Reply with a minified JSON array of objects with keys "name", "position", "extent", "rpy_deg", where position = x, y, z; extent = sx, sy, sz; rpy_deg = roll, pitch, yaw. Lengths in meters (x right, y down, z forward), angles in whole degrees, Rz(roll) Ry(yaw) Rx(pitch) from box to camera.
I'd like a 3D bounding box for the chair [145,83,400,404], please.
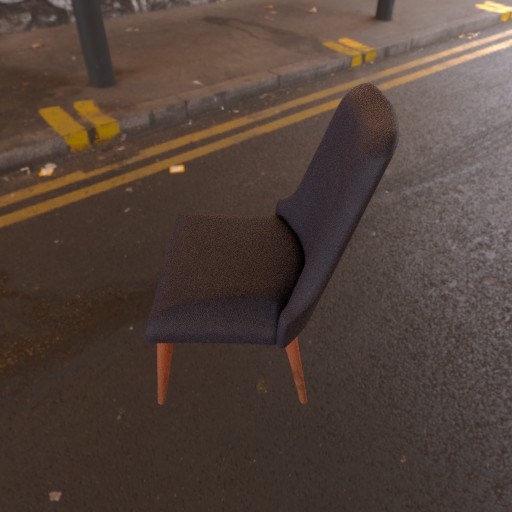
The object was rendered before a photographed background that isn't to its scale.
[{"name":"chair","position":[0.000,0.000,1.174],"extent":[0.567,0.820,0.504],"rpy_deg":[1,40,1]}]
